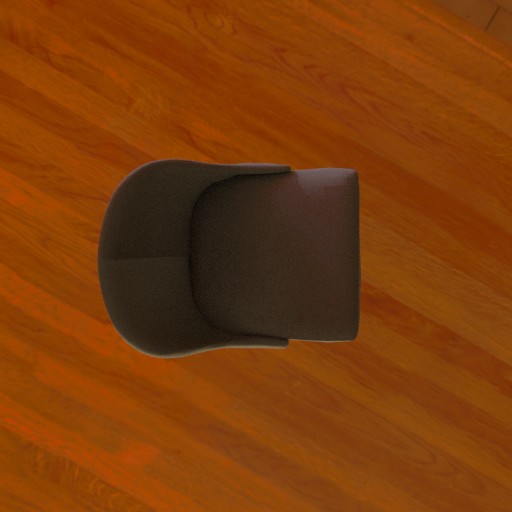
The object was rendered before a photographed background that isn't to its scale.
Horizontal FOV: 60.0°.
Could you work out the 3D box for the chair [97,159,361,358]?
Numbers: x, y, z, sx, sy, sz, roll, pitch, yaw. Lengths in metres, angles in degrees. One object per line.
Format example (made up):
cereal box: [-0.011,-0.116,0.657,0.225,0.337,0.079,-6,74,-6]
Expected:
chair: [0.000,0.000,1.242,0.589,0.882,0.503,0,91,-1]
